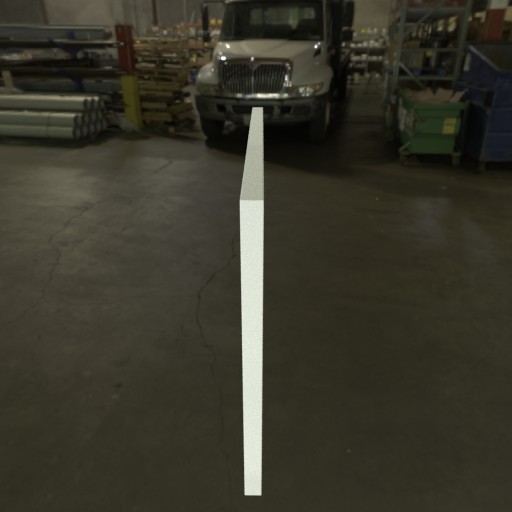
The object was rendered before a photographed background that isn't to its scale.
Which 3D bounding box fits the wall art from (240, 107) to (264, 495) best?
[{"bbox_3d":[0.000,0.000,1.153,0.033,0.617,0.906,0,26,1],"label":"wall art"}]
